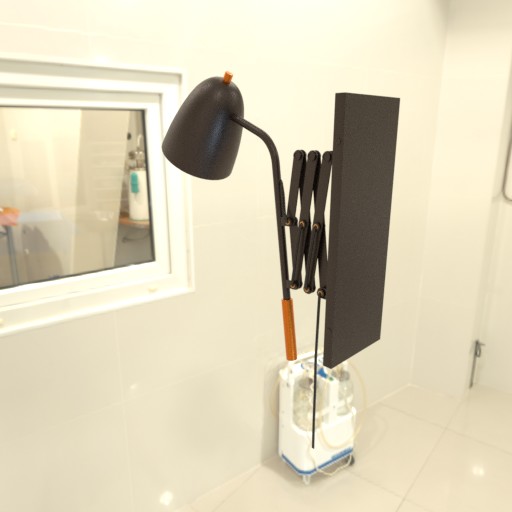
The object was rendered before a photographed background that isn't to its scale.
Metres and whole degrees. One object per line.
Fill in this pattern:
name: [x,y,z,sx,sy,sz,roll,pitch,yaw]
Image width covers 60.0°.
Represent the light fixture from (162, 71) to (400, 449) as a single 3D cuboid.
light fixture: [0.000,0.000,0.904,0.162,0.715,0.499,-15,22,-43]
